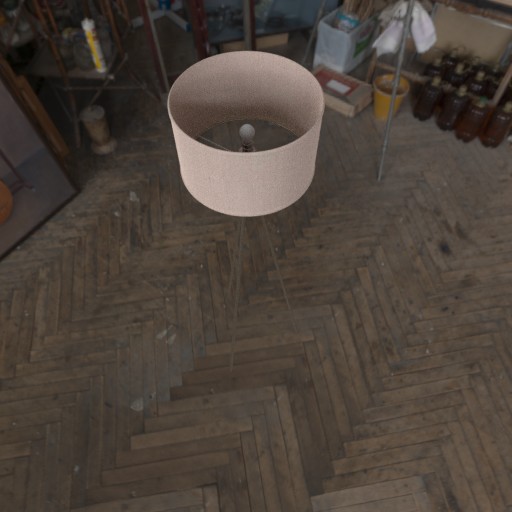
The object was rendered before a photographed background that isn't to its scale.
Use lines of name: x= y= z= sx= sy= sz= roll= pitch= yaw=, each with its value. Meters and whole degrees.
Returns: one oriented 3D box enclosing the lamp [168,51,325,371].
lamp: x=0.000 y=0.000 z=1.805 sx=0.460 sy=1.545 sz=0.449 roll=-3 pitch=58 yaw=-2
